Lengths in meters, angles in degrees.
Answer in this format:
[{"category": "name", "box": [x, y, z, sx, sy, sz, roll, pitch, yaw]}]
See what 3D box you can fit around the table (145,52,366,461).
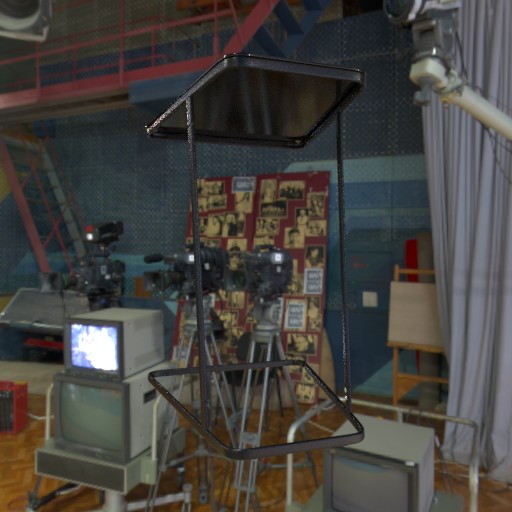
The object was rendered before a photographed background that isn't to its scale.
[{"category": "table", "box": [0.000, 0.000, 0.940, 0.427, 0.624, 0.500, 0, 1, -18]}]
